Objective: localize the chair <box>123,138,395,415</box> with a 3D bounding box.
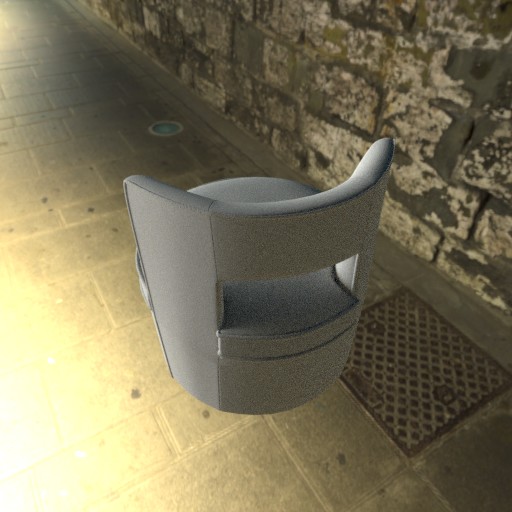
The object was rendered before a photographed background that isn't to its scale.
[{"bbox_3d":[0.000,0.000,1.247,0.650,0.723,0.665,-11,42,-13],"label":"chair"}]
